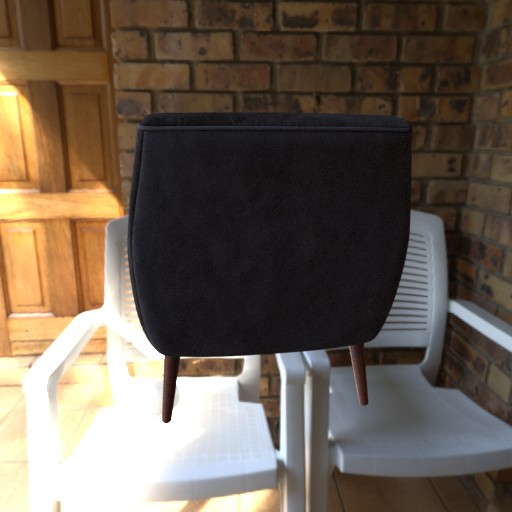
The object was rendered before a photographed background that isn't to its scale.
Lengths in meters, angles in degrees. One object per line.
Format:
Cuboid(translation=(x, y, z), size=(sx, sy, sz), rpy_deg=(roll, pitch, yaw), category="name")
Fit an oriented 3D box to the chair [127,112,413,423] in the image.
Cuboid(translation=(0.000, 0.000, 1.427), size=(0.762, 0.838, 0.787), rpy_deg=(-2, 14, -8), category="chair")
